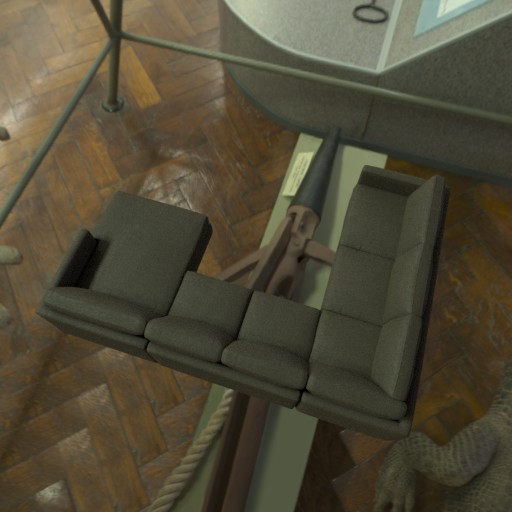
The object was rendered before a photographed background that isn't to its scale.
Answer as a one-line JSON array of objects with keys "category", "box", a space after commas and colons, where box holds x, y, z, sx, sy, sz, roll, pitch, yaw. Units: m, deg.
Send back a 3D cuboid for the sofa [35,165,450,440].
[{"category": "sofa", "box": [0.000, 0.000, 4.542, 3.460, 0.961, 2.594, 16, 66, 7]}]
